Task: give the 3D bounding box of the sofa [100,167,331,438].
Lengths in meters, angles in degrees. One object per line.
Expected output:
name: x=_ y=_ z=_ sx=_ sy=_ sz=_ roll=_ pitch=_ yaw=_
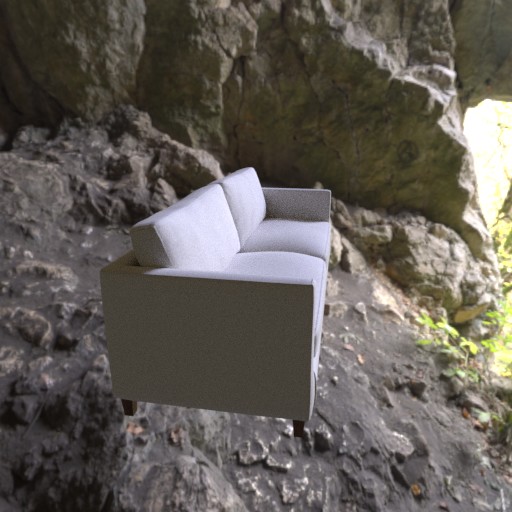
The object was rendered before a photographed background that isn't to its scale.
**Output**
sofa: x=0.000 y=0.000 z=2.960 sx=0.951 sy=0.962 sz=2.361 roll=3 pitch=18 yaw=10
